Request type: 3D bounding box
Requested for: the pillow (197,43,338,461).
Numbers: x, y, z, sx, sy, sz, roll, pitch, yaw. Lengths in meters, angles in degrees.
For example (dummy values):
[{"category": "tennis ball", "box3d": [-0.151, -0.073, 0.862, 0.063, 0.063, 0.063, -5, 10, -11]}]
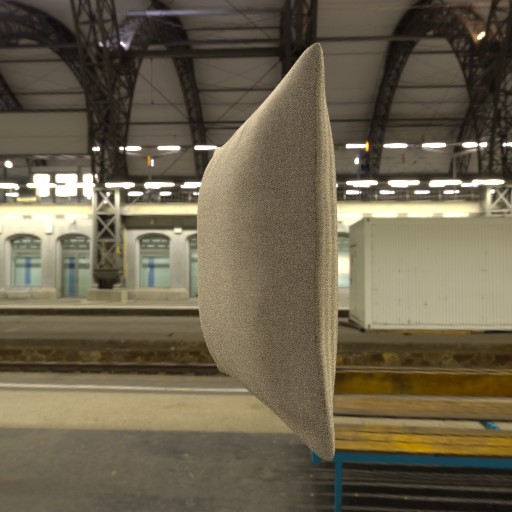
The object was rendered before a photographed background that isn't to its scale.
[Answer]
[{"category": "pillow", "box3d": [0.000, 0.000, 0.773, 0.166, 0.510, 0.523, 1, -2, -19]}]
